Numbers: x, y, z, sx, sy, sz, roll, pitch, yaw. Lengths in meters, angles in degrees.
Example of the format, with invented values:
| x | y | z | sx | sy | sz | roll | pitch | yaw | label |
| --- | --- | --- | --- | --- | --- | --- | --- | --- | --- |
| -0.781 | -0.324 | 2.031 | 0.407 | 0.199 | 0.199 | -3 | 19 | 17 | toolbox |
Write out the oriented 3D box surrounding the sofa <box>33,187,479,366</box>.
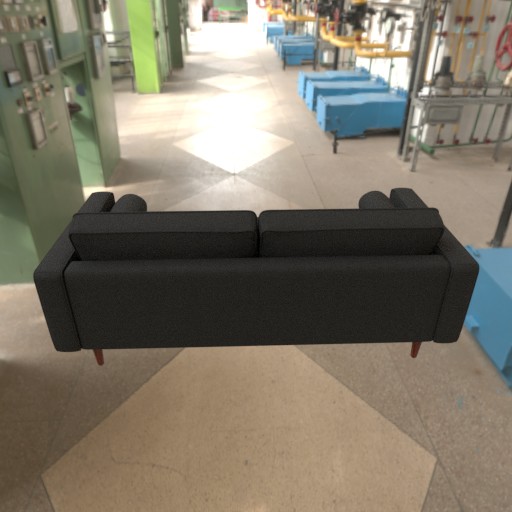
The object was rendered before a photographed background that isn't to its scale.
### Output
| x | y | z | sx | sy | sz | roll | pitch | yaw | label |
| --- | --- | --- | --- | --- | --- | --- | --- | --- | --- |
| 0.000 | 0.000 | 2.318 | 1.875 | 0.759 | 0.914 | -1 | 31 | -2 | sofa |
